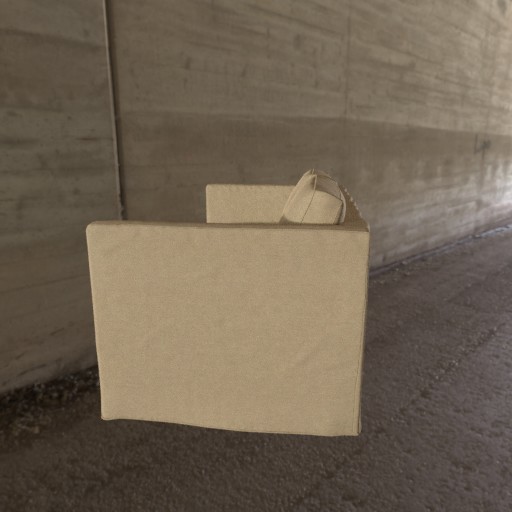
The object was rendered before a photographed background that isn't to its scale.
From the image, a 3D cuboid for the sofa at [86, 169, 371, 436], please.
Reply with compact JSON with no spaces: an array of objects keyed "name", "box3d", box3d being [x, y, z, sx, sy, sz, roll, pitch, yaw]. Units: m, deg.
[{"name":"sofa","box3d":[0.000,0.000,2.265,0.962,0.835,1.719,2,14,8]}]
